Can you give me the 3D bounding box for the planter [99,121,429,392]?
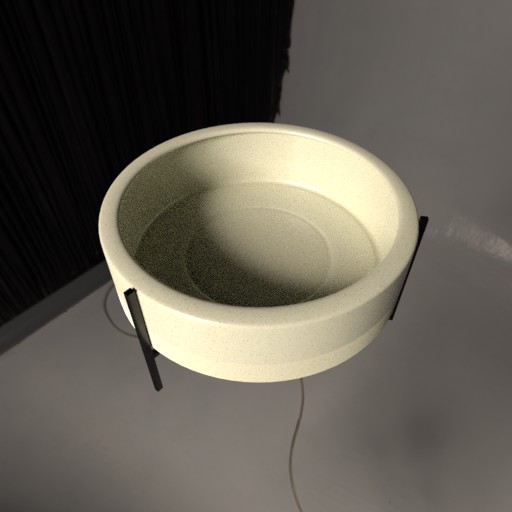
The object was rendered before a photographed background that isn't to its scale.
[{"bbox_3d":[0.000,0.000,0.533,0.336,0.171,0.345,32,53,27],"label":"planter"}]
